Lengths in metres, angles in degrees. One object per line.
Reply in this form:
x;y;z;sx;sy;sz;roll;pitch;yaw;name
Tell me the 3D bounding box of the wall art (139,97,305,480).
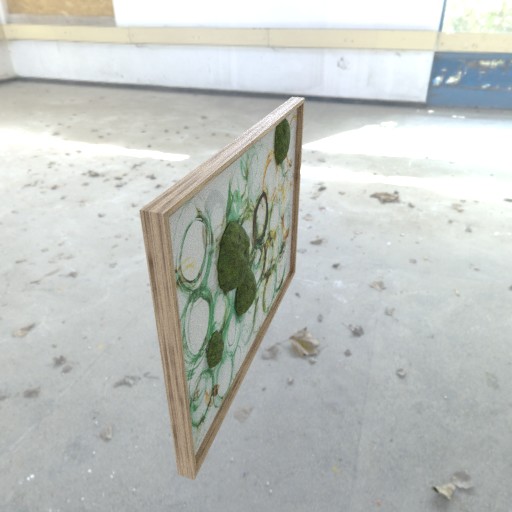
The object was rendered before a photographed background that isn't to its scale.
0.000;0.000;1.113;0.063;0.609;0.841;10;32;16;wall art
